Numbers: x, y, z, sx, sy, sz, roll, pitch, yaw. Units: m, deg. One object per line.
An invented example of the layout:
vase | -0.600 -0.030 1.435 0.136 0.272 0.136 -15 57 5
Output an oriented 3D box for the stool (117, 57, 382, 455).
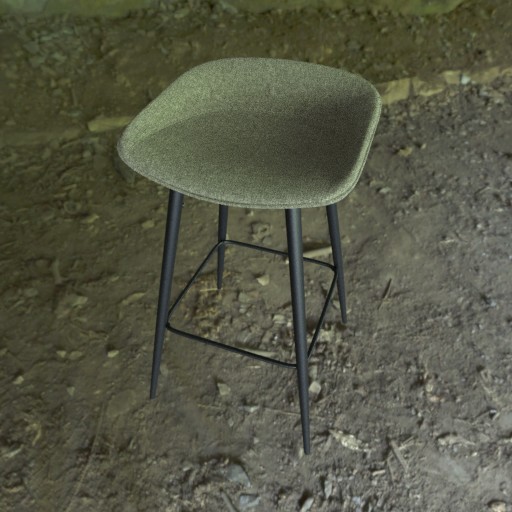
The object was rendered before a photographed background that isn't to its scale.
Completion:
stool | 0.000 0.000 1.095 0.469 0.814 0.480 14 43 15
